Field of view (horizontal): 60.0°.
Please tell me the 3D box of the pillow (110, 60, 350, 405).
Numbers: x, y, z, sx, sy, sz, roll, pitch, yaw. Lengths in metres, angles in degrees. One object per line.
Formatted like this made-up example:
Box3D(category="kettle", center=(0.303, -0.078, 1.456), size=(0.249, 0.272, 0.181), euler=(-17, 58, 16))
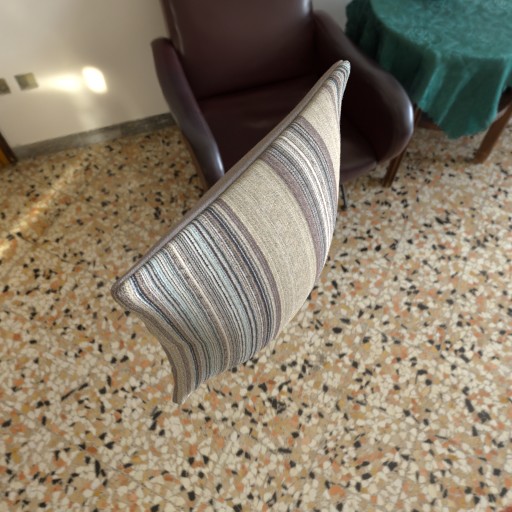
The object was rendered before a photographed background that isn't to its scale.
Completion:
Box3D(category="pillow", center=(0.000, 0.000, 0.667), size=(0.189, 0.416, 0.435), euler=(31, 63, 18))
